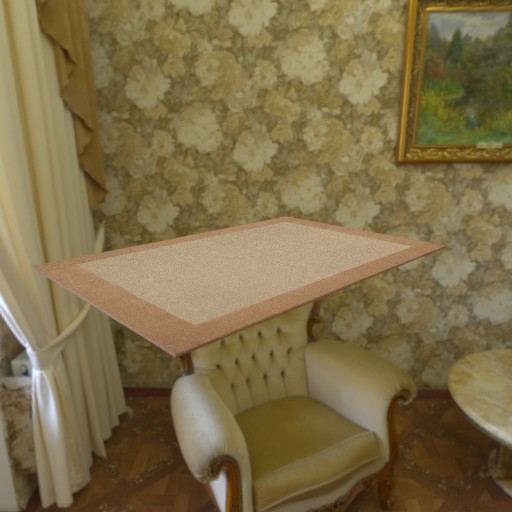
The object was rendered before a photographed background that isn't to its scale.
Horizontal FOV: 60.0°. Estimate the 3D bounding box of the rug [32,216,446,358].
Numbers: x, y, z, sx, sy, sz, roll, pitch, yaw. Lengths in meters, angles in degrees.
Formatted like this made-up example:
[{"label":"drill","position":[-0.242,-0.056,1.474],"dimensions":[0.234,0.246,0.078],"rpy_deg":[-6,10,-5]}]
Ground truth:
[{"label":"rug","position":[0.000,0.000,2.325],"dimensions":[1.829,0.014,1.219],"rpy_deg":[-15,22,-42]}]
